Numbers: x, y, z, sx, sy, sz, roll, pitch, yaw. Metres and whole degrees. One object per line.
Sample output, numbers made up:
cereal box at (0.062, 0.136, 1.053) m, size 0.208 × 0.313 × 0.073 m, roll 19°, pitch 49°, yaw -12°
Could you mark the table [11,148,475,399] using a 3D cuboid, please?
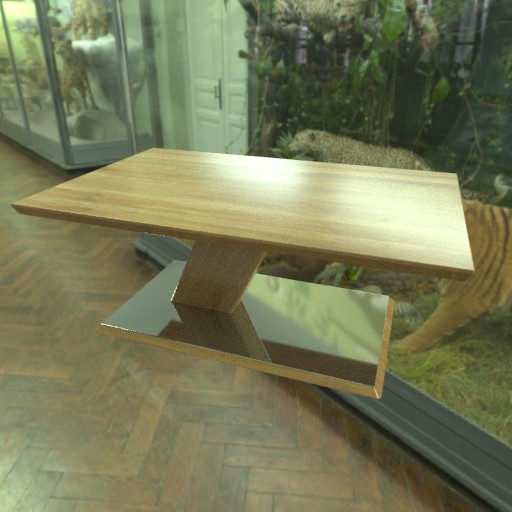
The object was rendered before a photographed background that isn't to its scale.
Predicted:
table at (0.000, 0.000, 1.369) m, size 1.100 × 0.441 × 0.692 m, roll 9°, pitch 28°, yaw 17°
